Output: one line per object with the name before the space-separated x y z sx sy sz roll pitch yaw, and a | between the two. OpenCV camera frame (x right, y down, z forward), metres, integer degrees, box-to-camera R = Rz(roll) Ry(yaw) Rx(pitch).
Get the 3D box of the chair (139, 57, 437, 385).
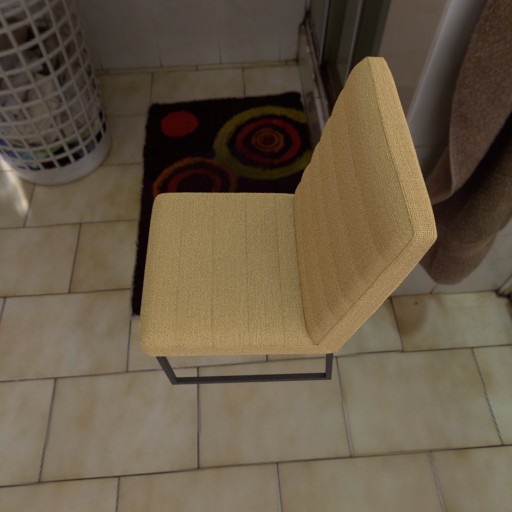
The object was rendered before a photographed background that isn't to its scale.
chair | 0.000 0.000 1.267 0.634 0.930 0.520 -2 59 -1
